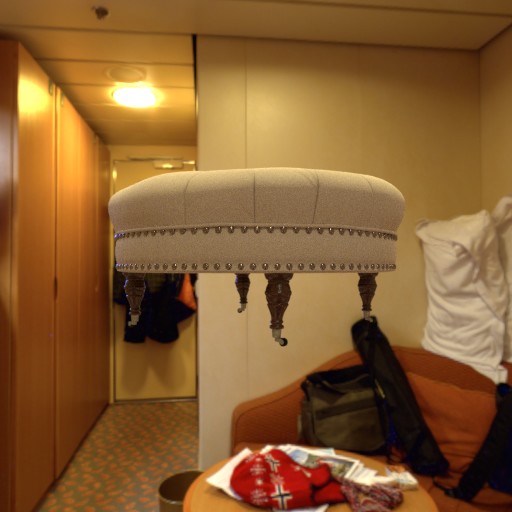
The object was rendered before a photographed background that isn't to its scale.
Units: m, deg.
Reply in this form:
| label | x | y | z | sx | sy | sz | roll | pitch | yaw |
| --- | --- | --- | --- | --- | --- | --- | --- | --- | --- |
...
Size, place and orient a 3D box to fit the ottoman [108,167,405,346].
| label | x | y | z | sx | sy | sz | roll | pitch | yaw |
| --- | --- | --- | --- | --- | --- | --- | --- | --- | --- |
| ottoman | 0.000 | 0.000 | 1.406 | 0.901 | 0.439 | 0.901 | 0 | -2 | 0 |
